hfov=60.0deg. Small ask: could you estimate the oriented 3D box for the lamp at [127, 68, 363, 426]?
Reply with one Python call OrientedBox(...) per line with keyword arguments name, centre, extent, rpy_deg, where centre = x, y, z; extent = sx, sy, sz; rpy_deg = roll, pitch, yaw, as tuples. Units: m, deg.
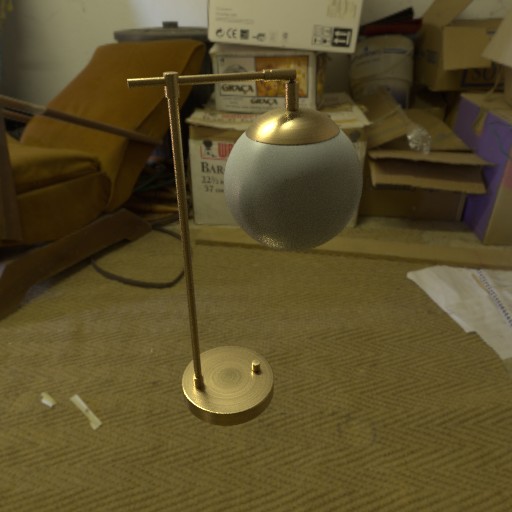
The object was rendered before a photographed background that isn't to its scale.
OrientedBox(name="lamp", centre=(0.000, 0.000, 0.710), extent=(0.324, 0.559, 0.207), rpy_deg=(-11, 32, -17))
